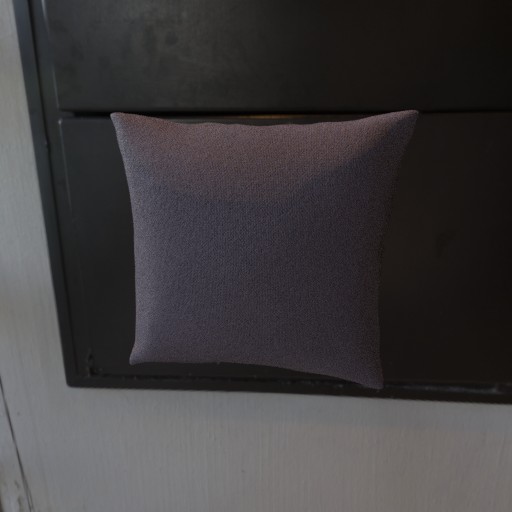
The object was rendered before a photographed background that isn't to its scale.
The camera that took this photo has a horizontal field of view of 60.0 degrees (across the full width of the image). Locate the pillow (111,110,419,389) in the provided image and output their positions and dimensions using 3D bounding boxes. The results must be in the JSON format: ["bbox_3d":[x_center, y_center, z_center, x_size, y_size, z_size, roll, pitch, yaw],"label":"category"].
[{"bbox_3d":[0.000,0.000,0.704,0.452,0.439,0.204,3,17,8],"label":"pillow"}]
